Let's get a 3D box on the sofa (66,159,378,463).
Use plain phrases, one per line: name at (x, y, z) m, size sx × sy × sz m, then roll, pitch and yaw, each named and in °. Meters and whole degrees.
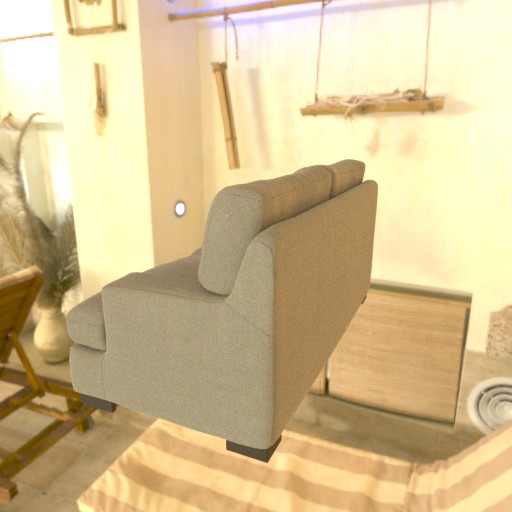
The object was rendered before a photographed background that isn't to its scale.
sofa at (0.000, 0.000, 2.409) m, size 0.962 × 0.980 × 1.855 m, roll 7°, pitch 17°, yaw 24°
